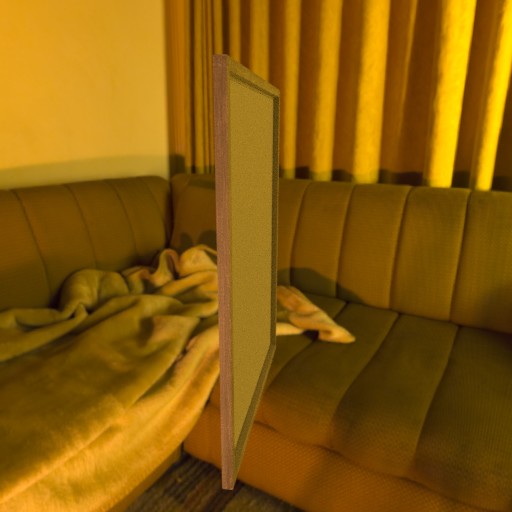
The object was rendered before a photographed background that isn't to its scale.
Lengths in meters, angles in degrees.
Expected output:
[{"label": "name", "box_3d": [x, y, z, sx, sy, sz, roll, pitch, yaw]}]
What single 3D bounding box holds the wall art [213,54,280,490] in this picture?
[{"label": "wall art", "box_3d": [0.000, 0.000, 1.362, 0.035, 1.022, 0.781, 3, 16, 10]}]
